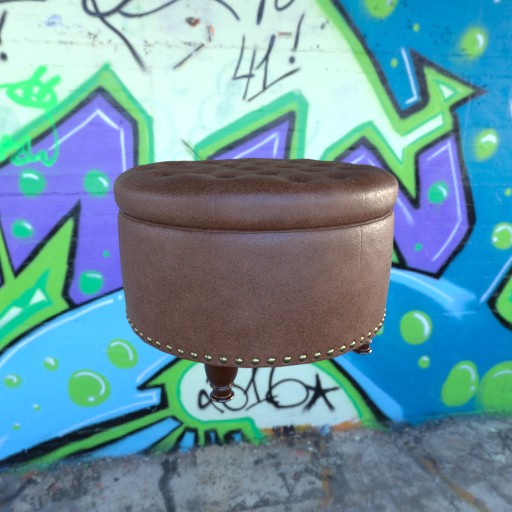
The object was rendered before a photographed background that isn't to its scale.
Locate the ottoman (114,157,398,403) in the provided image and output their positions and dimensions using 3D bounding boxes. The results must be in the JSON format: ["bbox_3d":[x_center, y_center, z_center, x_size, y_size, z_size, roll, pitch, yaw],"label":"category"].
[{"bbox_3d":[0.000,0.000,1.086,0.637,0.442,0.637,0,16,0],"label":"ottoman"}]
